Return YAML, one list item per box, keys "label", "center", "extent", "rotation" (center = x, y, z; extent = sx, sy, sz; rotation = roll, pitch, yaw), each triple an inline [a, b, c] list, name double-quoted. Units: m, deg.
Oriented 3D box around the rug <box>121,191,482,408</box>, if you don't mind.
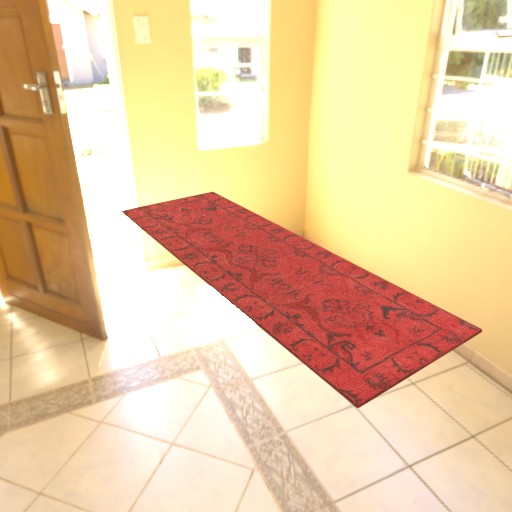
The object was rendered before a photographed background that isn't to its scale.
- label: "rug"
  center: [0.000, 0.000, 2.699]
  extent: [0.813, 0.018, 2.439]
  rotation: [-17, 31, -31]
